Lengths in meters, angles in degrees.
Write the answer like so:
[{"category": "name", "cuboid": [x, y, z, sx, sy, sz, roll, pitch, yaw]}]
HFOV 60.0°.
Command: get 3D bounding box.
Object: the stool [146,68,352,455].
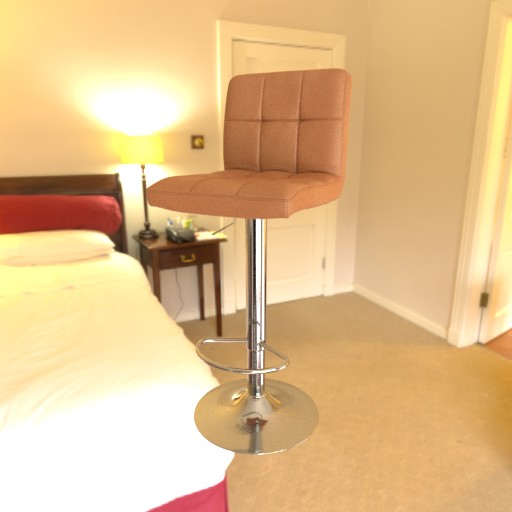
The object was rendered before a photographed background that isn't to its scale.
[{"category": "stool", "cuboid": [0.000, 0.000, 1.370, 0.430, 1.115, 0.505, 7, 17, 26]}]
